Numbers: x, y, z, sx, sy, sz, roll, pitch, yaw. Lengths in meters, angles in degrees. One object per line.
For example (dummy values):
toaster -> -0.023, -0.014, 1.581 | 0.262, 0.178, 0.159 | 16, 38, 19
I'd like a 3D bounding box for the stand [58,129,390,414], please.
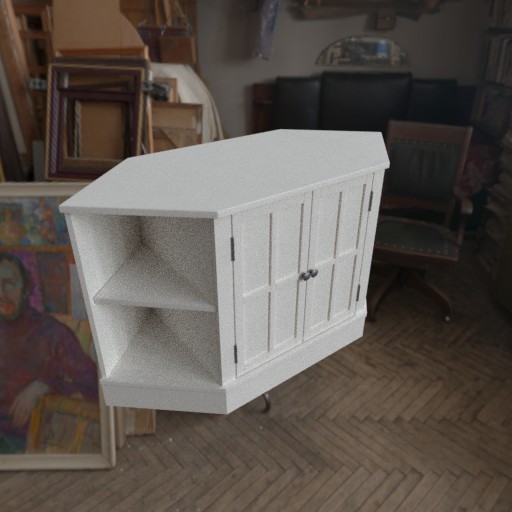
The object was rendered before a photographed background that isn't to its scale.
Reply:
stand -> 0.000, 0.000, 1.389 | 1.072, 0.614, 0.477 | -20, 35, -32
